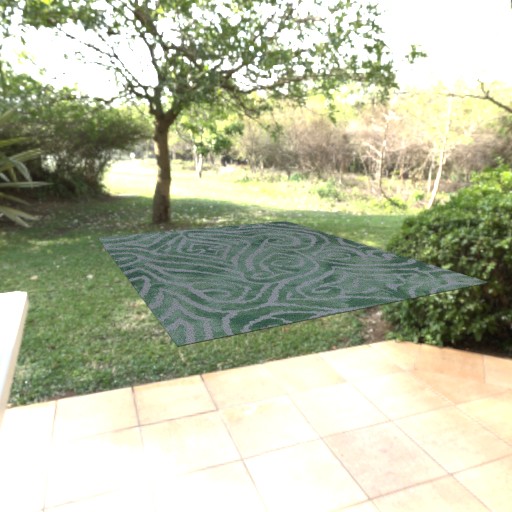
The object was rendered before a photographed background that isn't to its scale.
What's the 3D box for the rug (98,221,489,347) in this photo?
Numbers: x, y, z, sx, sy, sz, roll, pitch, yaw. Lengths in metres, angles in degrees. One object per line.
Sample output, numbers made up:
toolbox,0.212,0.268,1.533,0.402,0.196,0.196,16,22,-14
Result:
rug,0.000,0.000,4.160,2.436,0.007,3.045,-7,16,-26
